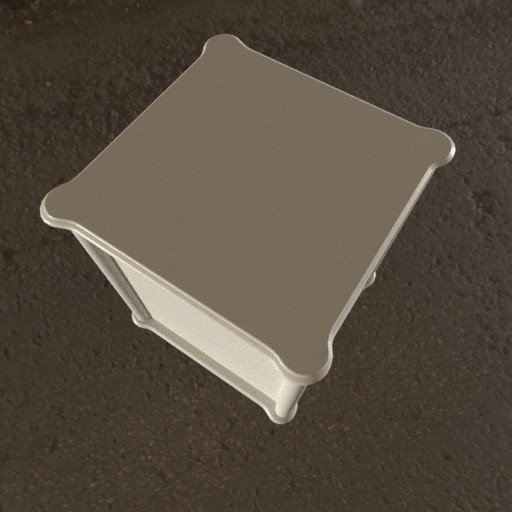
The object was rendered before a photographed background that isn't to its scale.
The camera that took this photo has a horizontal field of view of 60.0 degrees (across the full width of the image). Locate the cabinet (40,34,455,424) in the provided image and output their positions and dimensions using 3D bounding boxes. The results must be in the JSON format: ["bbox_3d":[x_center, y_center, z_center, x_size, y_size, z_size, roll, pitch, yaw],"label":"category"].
[{"bbox_3d":[0.000,0.000,1.221,0.627,0.761,0.628,31,68,14],"label":"cabinet"}]
